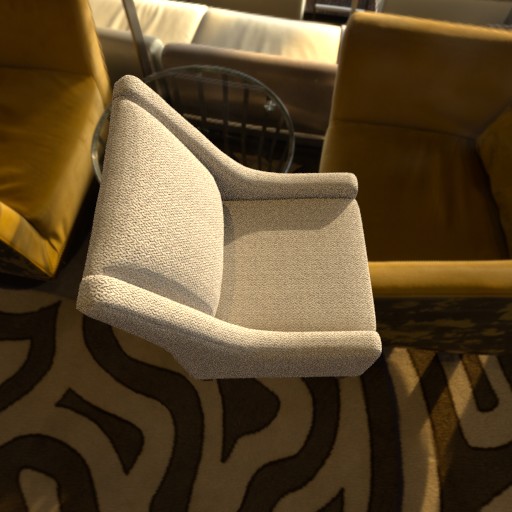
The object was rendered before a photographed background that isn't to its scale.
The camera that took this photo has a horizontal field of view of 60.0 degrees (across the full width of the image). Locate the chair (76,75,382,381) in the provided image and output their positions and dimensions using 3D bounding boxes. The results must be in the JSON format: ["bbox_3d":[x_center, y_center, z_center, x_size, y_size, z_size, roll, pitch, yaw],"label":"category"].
[{"bbox_3d":[0.000,0.000,1.630,0.870,1.014,0.774,-1,63,0],"label":"chair"}]
